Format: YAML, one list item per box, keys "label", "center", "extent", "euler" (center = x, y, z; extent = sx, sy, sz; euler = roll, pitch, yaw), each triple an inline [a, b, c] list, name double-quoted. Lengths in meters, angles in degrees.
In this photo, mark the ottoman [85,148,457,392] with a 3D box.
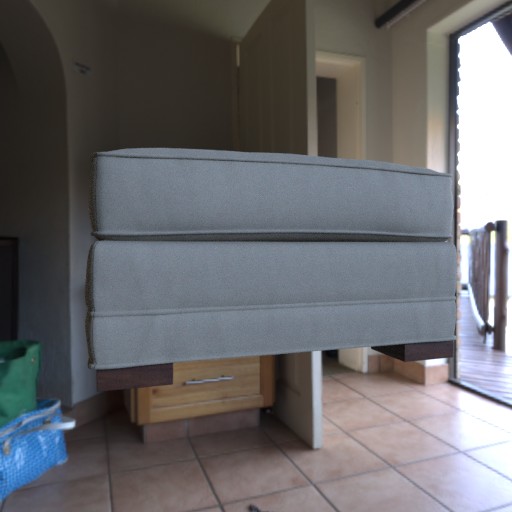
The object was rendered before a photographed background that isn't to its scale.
- label: "ottoman"
  center: [0.000, 0.000, 1.197]
  extent: [0.848, 0.482, 0.611]
  euler: [0, 1, -18]
